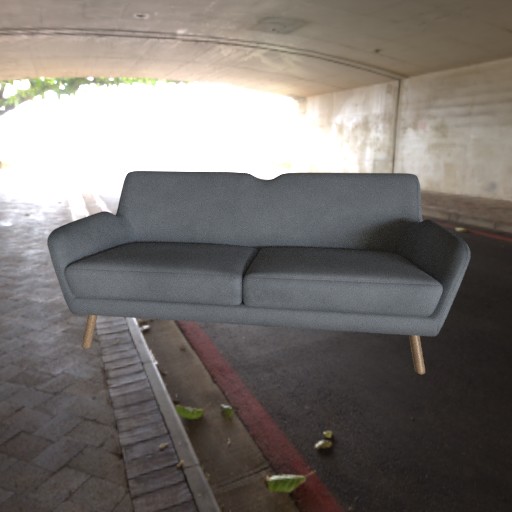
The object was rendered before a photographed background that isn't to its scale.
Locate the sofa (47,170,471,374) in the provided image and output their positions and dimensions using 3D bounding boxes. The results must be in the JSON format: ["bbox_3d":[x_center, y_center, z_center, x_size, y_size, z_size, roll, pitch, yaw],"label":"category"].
[{"bbox_3d":[0.000,0.000,2.294,1.870,0.810,0.850,2,15,9],"label":"sofa"}]
